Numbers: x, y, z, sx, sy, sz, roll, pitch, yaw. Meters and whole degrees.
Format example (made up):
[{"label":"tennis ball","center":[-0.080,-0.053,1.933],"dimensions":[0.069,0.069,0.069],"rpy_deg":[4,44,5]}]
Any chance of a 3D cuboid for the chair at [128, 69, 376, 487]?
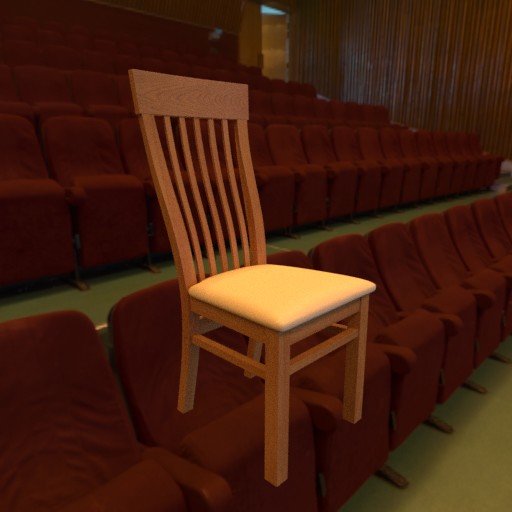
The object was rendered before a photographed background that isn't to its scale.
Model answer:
[{"label":"chair","center":[0.000,0.000,1.329],"dimensions":[0.580,1.050,0.450],"rpy_deg":[13,19,42]}]
